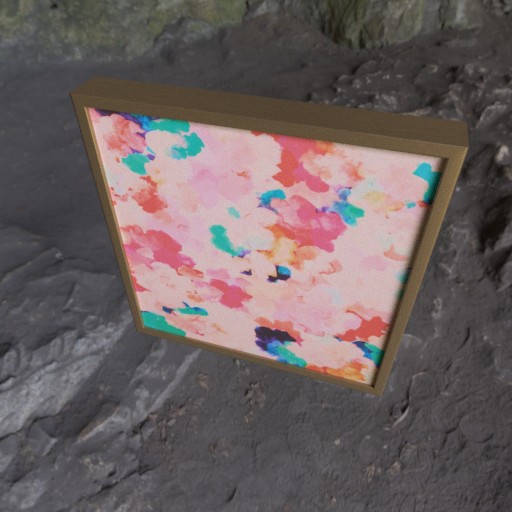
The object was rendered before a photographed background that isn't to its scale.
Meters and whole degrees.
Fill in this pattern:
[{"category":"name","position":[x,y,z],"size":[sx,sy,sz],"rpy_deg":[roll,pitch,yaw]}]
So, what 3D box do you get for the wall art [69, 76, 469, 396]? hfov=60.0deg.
[{"category":"wall art","position":[0.000,0.000,0.439],"size":[0.304,0.305,0.038],"rpy_deg":[12,43,13]}]
